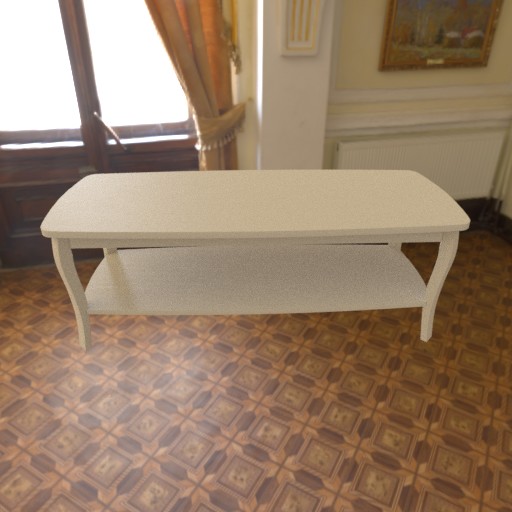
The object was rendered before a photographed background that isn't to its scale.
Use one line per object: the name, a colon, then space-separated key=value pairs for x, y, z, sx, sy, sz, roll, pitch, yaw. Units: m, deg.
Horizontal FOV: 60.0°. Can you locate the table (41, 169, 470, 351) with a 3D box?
table: x=0.000 y=0.000 z=1.639 sx=1.334 sy=0.474 sz=0.561 roll=-1 pitch=29 yaw=-2
